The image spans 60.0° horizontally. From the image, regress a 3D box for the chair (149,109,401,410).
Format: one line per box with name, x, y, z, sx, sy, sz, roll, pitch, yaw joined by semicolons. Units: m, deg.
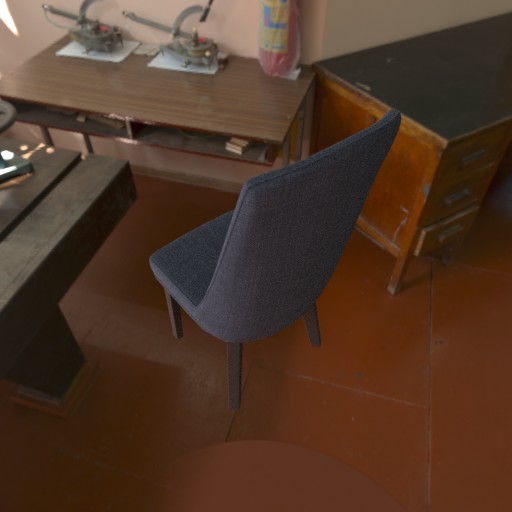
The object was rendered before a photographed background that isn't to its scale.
chair;0.000;0.000;1.349;0.510;1.050;0.577;-31;53;-26
